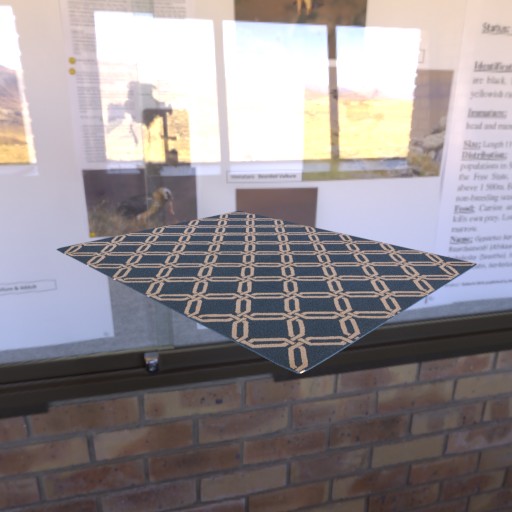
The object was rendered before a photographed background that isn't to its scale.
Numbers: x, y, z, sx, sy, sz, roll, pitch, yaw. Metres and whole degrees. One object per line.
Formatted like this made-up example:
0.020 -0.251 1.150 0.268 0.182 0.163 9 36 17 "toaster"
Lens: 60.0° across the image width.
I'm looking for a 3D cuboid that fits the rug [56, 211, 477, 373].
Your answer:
0.000 0.000 3.816 2.867 0.020 2.277 17 25 42 "rug"
